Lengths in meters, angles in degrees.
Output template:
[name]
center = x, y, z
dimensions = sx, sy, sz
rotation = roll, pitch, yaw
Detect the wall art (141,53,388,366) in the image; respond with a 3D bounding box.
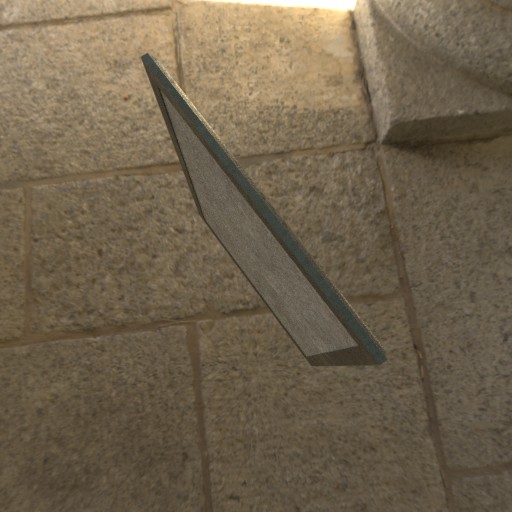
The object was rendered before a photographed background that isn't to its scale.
[wall art]
center = 0.000, 0.000, 1.319
dimensions = 0.030, 0.983, 0.767
rotation = -35, 79, -8
